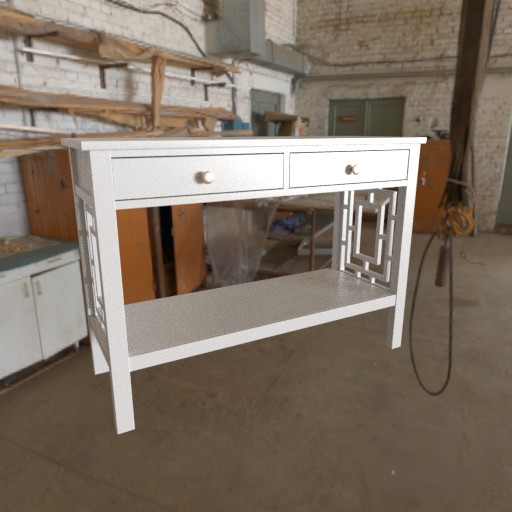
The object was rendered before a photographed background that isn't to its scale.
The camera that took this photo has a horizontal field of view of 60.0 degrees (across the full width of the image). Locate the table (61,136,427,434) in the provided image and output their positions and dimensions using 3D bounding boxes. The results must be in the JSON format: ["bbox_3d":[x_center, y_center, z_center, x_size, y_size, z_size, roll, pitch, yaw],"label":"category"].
[{"bbox_3d":[0.000,0.000,1.461,1.068,0.753,0.397,-9,18,-28],"label":"table"}]
